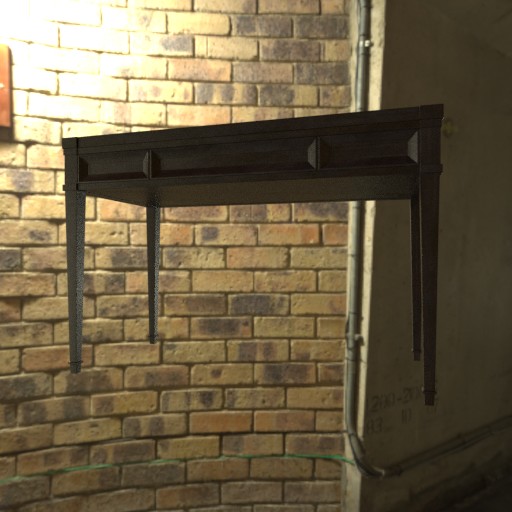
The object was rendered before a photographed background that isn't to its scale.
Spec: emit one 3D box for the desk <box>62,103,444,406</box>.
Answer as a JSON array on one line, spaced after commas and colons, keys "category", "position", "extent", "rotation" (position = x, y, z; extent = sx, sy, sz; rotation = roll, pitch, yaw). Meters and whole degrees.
[{"category": "desk", "position": [0.000, 0.000, 1.733], "extent": [1.289, 0.861, 0.630], "rotation": [0, 0, 16]}]
